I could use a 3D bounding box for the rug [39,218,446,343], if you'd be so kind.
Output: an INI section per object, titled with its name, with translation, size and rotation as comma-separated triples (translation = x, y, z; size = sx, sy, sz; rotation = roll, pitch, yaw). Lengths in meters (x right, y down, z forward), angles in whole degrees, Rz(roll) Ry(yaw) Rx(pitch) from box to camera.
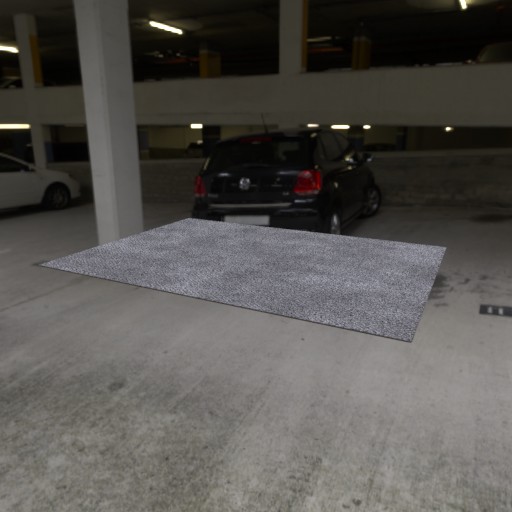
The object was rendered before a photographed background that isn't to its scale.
[rug]
translation = 0.000, 0.000, 2.966
size = 2.235, 0.008, 1.600
rotation = 8, 19, 26
